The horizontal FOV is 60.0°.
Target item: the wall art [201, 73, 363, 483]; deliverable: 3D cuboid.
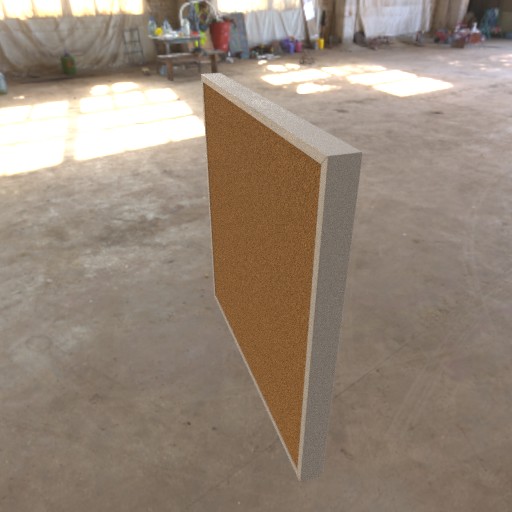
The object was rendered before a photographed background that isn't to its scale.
[{"bbox_3d":[0.000,0.000,0.752,0.037,0.508,0.508,-10,32,-17],"label":"wall art"}]
